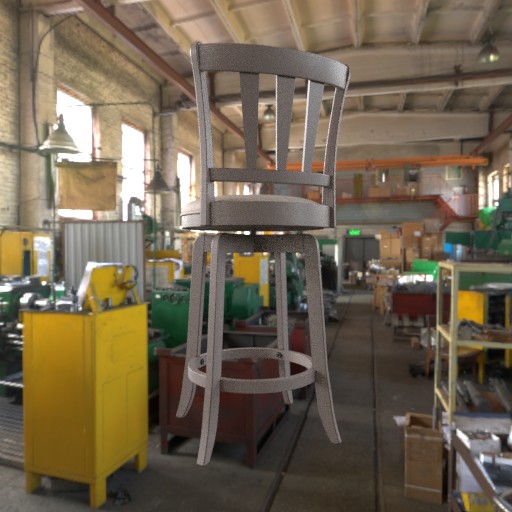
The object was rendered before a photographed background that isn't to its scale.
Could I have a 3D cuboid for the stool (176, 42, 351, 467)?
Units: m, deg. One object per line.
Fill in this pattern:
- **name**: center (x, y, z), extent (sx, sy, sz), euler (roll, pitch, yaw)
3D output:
- **stool**: center (0.000, 0.000, 1.275), extent (0.436, 1.023, 0.475), euler (0, 1, -19)
